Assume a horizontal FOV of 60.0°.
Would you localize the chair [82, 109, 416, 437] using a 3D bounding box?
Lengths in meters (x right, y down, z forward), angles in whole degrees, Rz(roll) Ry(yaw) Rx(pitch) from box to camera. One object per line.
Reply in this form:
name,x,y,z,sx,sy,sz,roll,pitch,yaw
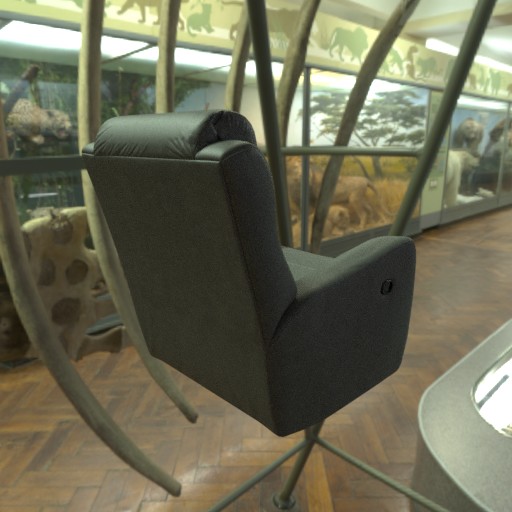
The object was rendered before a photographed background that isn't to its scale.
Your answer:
chair,0.000,0.000,1.865,1.068,1.116,0.965,-14,20,-42
